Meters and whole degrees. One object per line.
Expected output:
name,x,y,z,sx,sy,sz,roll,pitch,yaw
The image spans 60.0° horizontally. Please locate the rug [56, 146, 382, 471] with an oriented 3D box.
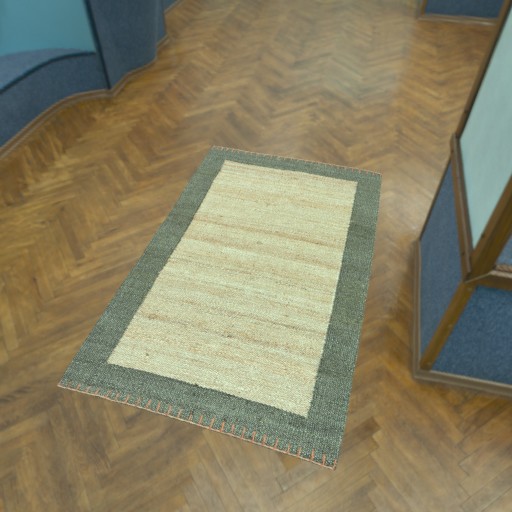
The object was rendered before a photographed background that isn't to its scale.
rug,0.000,0.000,3.003,1.521,0.006,2.435,12,47,11
